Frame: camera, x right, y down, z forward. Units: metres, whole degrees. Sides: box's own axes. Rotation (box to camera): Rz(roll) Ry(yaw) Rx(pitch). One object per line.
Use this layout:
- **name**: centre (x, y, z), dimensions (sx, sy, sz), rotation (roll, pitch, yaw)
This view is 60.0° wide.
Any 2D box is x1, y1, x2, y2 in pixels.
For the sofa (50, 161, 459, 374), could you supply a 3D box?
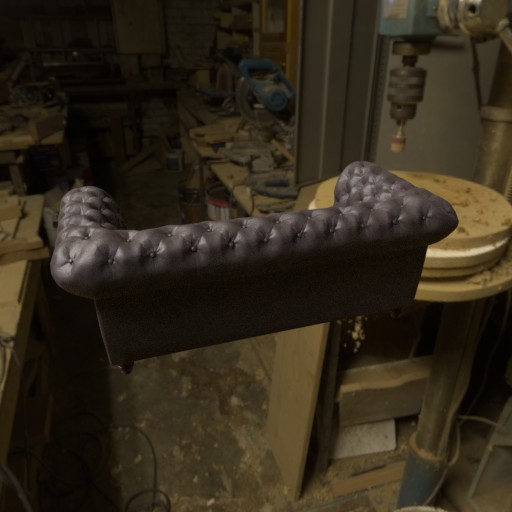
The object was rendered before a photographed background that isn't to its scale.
- **sofa**: centre (0.000, 0.000, 2.539), dimensions (2.048, 0.779, 0.944), rotation (-8, 29, -16)
